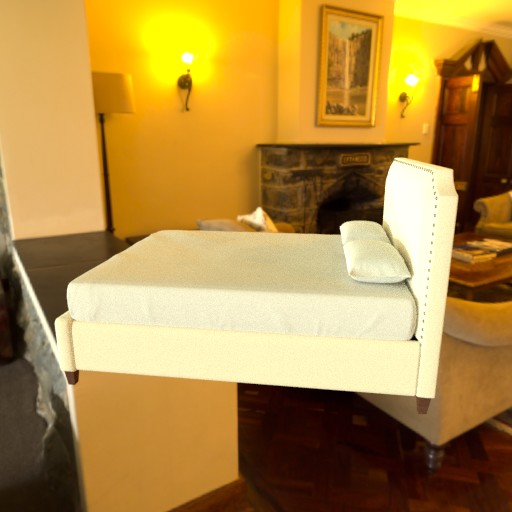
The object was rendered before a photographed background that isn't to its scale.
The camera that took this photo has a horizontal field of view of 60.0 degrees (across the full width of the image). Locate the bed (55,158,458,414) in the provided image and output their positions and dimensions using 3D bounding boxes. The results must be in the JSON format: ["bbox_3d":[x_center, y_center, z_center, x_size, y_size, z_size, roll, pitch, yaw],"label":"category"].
[{"bbox_3d":[0.000,0.000,3.366,2.329,1.415,1.703,2,15,8],"label":"bed"}]
